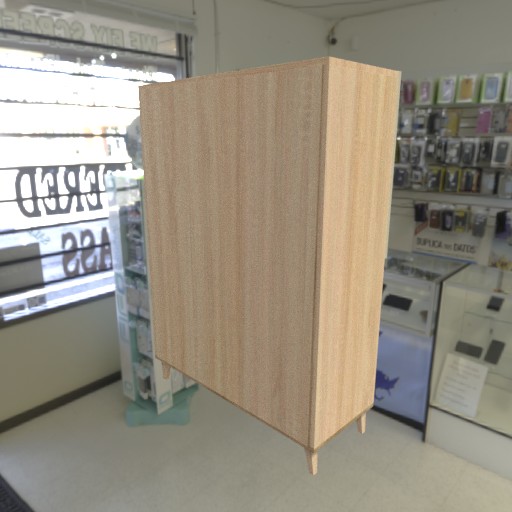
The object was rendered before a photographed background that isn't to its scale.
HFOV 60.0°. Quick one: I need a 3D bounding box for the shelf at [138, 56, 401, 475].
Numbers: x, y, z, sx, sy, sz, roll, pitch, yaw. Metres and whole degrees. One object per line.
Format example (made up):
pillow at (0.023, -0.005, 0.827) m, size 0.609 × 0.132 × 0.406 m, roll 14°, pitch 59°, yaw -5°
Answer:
shelf at (0.000, 0.000, 1.884) m, size 0.995 × 1.405 × 0.434 m, roll 14°, pitch 21°, yaw 43°
